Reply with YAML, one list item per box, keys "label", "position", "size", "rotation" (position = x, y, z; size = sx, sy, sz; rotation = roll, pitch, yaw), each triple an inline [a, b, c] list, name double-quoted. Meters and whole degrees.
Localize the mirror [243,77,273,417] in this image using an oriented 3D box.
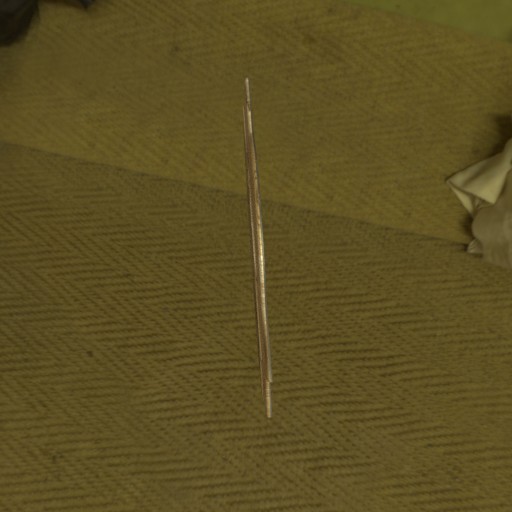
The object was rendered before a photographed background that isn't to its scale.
- label: "mirror"
  position: [0.000, 0.000, 1.023]
  size: [0.019, 0.686, 0.686]
  rotation: [-4, 76, -1]
